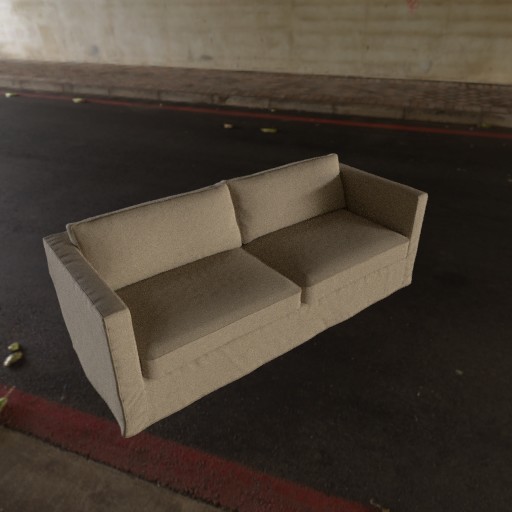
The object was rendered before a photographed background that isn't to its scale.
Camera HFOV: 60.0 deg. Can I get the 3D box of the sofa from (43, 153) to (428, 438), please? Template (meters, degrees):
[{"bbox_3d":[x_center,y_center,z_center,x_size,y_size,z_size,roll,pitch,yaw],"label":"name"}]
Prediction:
[{"bbox_3d":[0.000,0.000,2.845,2.296,0.847,0.956,-21,36,-32],"label":"sofa"}]
